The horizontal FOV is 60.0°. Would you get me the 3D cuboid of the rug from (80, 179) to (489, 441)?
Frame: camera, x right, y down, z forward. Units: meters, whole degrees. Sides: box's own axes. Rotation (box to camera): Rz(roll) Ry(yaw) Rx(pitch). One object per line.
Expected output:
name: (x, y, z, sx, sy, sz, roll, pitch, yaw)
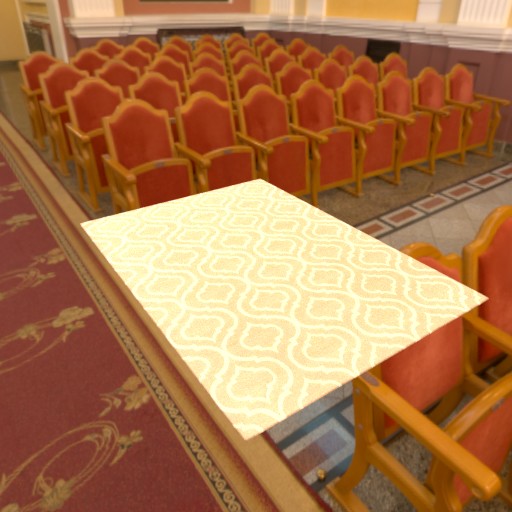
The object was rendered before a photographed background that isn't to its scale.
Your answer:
rug: (0.000, 0.000, 4.301, 2.438, 0.010, 3.353, -19, 36, -29)
